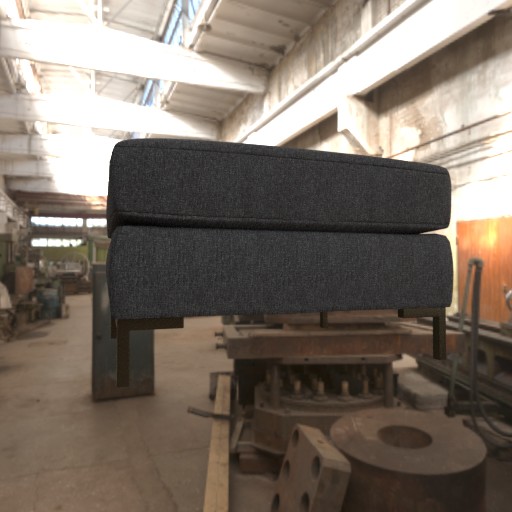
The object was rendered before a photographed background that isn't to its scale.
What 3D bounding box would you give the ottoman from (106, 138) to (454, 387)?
[{"bbox_3d":[0.000,0.000,1.300,0.831,0.533,0.695,1,-2,-19],"label":"ottoman"}]
